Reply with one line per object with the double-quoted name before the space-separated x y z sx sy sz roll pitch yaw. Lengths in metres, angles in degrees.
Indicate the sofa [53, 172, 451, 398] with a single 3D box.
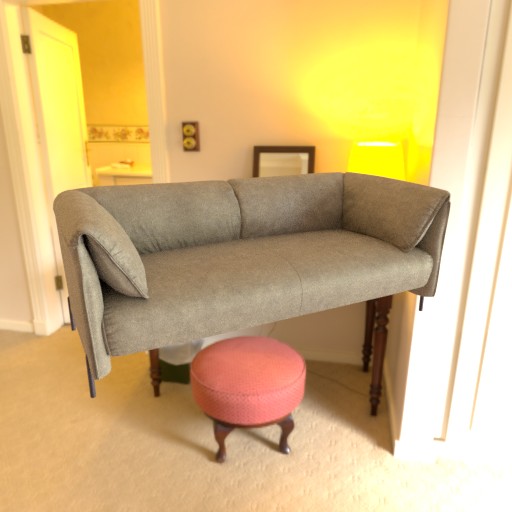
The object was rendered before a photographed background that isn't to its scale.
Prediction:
"sofa" 0.000 0.000 2.354 1.878 0.747 0.905 -9 19 -26
